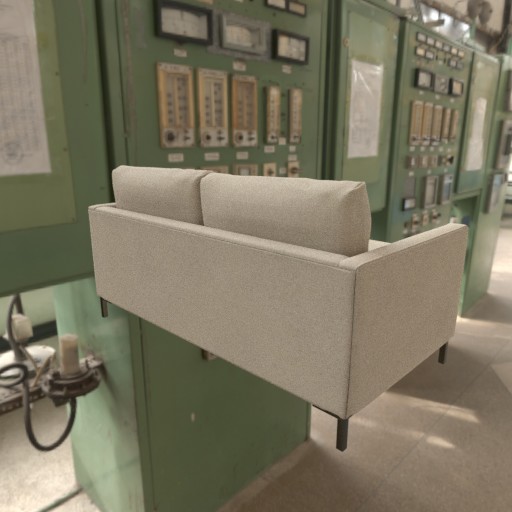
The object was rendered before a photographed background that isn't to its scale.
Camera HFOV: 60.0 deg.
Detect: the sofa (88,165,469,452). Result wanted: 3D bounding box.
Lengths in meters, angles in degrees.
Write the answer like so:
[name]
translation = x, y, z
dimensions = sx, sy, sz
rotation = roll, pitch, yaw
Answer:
[sofa]
translation = 0.000, 0.000, 2.142
dimensions = 1.682, 0.840, 0.875
rotation = 14, 20, 42
